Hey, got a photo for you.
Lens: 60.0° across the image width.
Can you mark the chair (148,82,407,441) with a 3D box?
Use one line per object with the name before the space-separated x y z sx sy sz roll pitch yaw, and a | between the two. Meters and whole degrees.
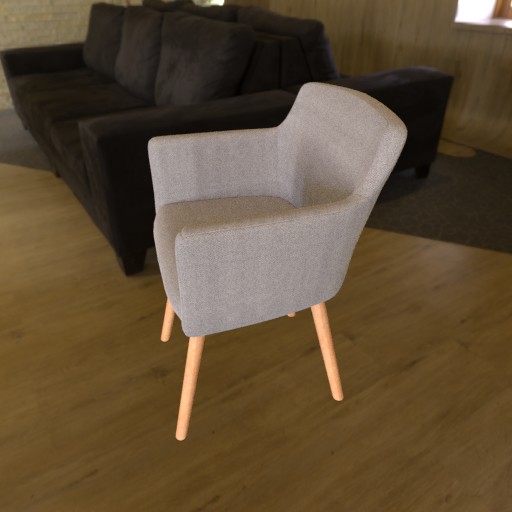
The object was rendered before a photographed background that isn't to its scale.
chair | 0.000 0.000 1.146 0.540 0.780 0.570 -9 33 -14
